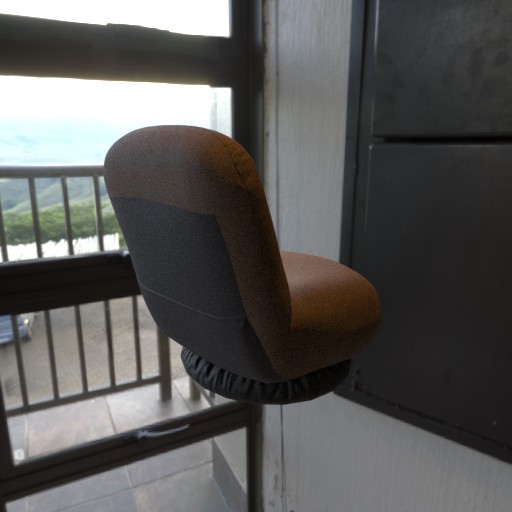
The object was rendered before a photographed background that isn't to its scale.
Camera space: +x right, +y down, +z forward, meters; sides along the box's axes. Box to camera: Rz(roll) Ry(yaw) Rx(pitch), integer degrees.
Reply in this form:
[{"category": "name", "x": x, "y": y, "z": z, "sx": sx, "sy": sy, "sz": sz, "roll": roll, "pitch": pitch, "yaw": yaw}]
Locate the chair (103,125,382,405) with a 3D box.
[{"category": "chair", "x": 0.000, "y": 0.000, "z": 1.068, "sx": 0.597, "sy": 0.594, "sz": 0.521, "roll": -14, "pitch": 20, "yaw": -43}]
